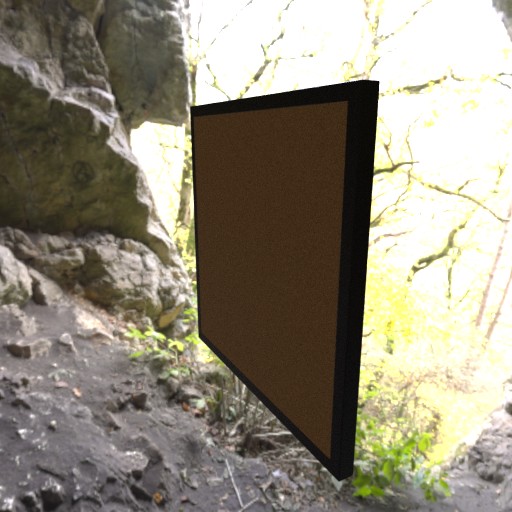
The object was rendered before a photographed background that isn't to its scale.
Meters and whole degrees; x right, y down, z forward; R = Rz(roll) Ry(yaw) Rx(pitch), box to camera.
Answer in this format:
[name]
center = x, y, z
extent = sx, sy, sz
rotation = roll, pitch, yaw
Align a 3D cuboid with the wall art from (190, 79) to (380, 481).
[wall art]
center = 0.000, 0.000, 1.132
extent = 0.038, 0.765, 0.765
rotation = -8, 17, -28
